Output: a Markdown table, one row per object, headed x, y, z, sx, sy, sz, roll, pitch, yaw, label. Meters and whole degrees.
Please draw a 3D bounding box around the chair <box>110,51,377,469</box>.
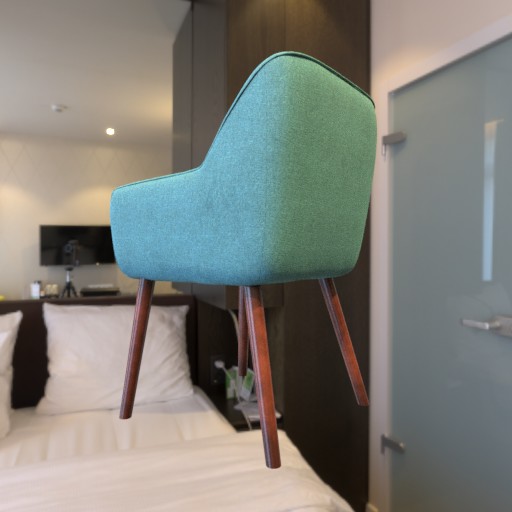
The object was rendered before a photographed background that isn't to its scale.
| x | y | z | sx | sy | sz | roll | pitch | yaw | label |
| --- | --- | --- | --- | --- | --- | --- | --- | --- | --- |
| 0.000 | 0.000 | 1.147 | 0.519 | 0.803 | 0.543 | 1 | 1 | 37 | chair |
